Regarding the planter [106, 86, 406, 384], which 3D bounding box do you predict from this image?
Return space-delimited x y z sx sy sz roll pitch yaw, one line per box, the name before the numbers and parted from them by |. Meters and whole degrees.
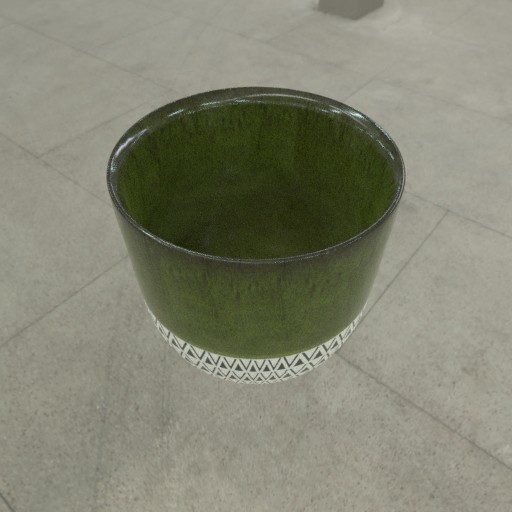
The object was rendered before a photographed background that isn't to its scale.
planter | 0.000 0.000 0.501 0.266 0.270 0.266 0 47 0
